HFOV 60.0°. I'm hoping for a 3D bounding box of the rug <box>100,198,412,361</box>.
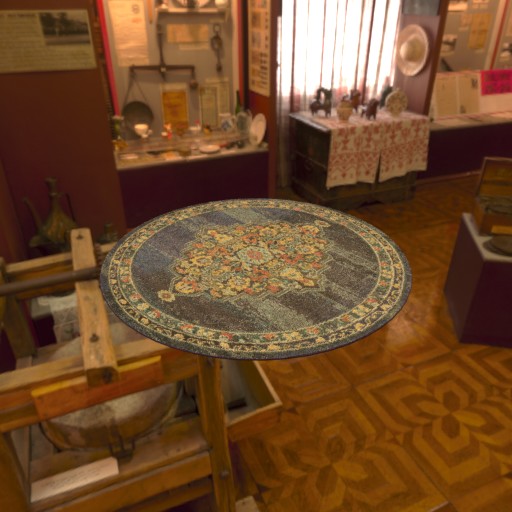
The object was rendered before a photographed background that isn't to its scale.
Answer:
[{"bbox_3d":[0.000,0.000,2.360,1.591,0.010,1.591,0,30,0],"label":"rug"}]
